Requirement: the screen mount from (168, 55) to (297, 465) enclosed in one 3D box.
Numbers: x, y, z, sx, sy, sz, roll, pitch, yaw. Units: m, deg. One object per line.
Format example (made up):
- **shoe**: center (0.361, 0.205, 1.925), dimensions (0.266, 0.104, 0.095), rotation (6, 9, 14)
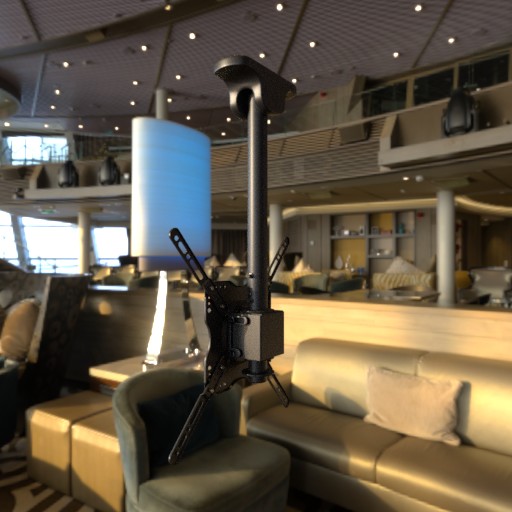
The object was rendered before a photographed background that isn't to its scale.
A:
- **screen mount**: center (0.000, 0.000, 0.899), dimensions (0.090, 0.729, 0.393), rotation (0, 0, 36)
